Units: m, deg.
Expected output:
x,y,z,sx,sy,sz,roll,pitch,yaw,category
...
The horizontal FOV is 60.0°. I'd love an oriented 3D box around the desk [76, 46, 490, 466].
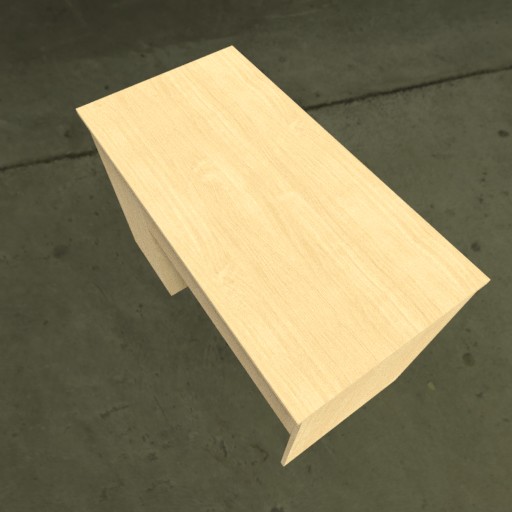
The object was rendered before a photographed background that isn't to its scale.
x,y,z,sx,sy,sz,roll,pitch,yaw,category
0.000,0.000,1.490,0.560,0.735,1.097,-30,63,-17,desk
